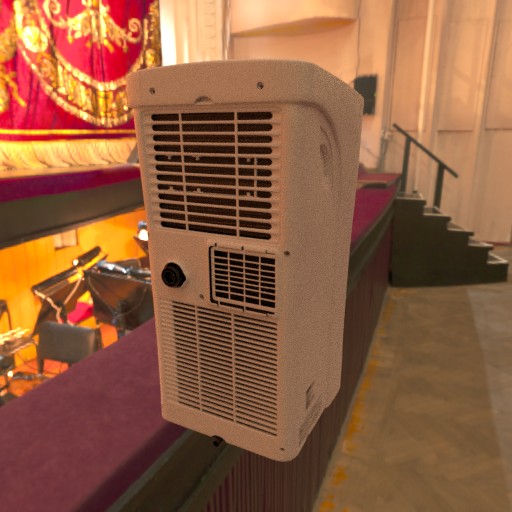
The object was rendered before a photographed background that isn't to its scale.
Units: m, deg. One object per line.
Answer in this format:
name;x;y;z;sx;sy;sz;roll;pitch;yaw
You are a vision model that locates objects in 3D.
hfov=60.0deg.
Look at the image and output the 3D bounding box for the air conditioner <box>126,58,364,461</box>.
air conditioner;0.000;0.000;0.930;0.352;0.716;0.369;8;18;27
